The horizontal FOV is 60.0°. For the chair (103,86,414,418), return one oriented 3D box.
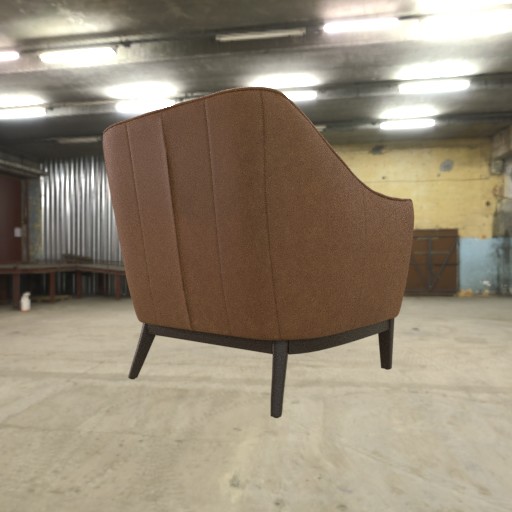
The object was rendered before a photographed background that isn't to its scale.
[{"bbox_3d":[0.000,0.000,1.557,0.871,0.830,0.852,0,0,37],"label":"chair"}]
